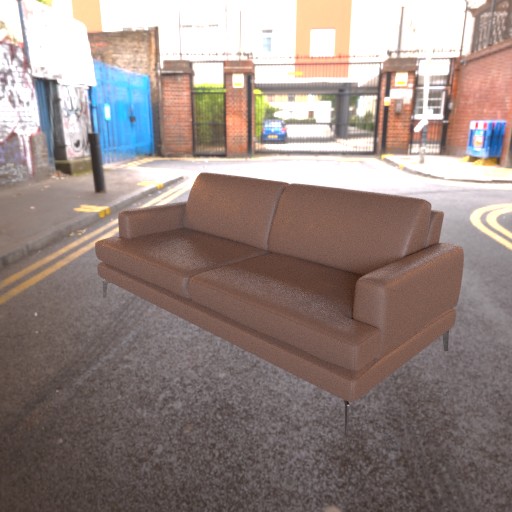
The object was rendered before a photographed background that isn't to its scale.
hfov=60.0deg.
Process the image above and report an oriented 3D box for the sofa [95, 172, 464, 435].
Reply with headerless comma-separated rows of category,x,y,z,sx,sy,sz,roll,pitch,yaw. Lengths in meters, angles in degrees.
sofa,0.000,0.000,2.456,0.974,0.765,1.940,-16,23,-43
